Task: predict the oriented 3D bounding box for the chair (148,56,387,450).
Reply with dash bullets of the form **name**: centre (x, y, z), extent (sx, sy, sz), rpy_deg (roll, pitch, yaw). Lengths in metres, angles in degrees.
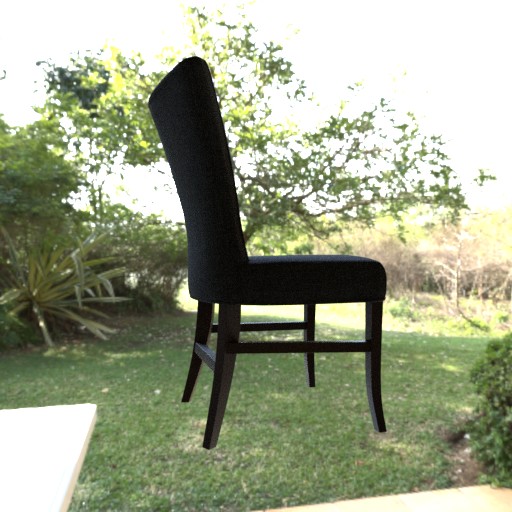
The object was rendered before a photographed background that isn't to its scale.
- **chair**: centre (0.000, 0.000, 1.391), extent (0.660, 0.991, 0.520), rpy_deg (0, -1, -18)
